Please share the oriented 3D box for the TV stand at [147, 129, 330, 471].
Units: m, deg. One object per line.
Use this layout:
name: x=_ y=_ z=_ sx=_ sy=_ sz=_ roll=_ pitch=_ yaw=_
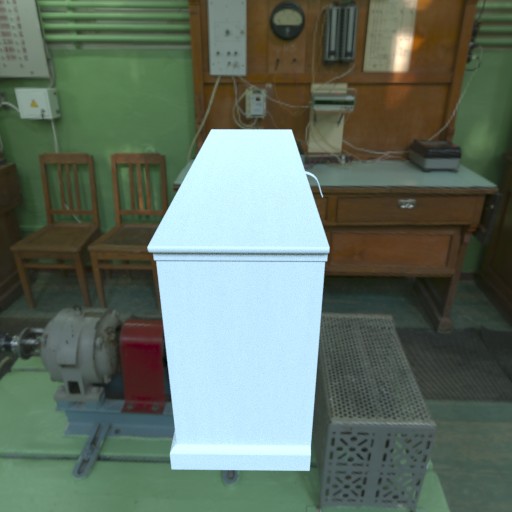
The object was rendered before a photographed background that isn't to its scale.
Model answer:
TV stand: x=0.000 y=0.000 z=1.506 sx=0.424 sy=0.624 sz=1.187 roll=0 pitch=26 yaw=1
